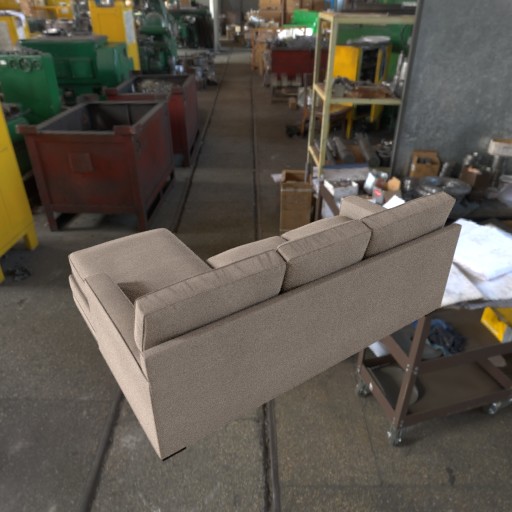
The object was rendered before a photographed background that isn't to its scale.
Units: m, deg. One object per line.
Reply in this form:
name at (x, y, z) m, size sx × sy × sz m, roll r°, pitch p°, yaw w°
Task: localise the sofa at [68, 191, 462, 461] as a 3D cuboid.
sofa at (0.000, 0.000, 2.885) m, size 2.087 × 0.861 × 1.496 m, roll -19°, pitch 36°, yaw -29°
